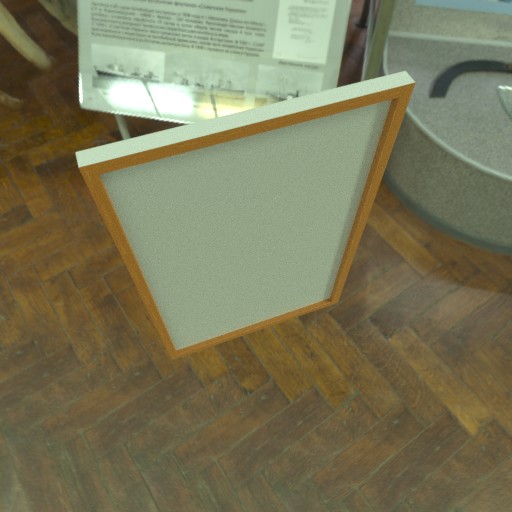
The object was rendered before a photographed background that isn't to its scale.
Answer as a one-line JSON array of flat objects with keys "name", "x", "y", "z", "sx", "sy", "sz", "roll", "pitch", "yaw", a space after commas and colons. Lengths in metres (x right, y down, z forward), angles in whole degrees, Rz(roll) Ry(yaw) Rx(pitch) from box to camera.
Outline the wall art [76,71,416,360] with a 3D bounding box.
[{"name": "wall art", "x": 0.000, "y": 0.000, "z": 0.764, "sx": 0.405, "sy": 0.608, "sz": 0.025, "roll": -17, "pitch": 60, "yaw": -11}]
